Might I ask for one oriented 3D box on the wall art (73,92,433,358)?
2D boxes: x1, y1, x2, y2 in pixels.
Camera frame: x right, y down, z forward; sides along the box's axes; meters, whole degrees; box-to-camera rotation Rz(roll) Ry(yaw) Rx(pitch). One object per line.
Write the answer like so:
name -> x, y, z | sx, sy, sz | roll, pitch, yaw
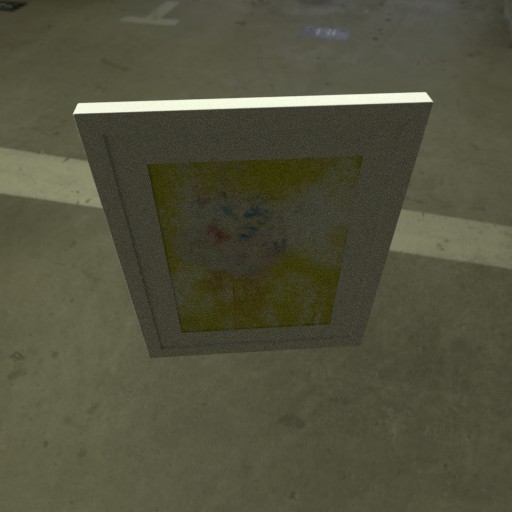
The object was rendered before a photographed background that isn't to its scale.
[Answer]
wall art -> 0.000, 0.000, 0.762 | 0.454, 0.556, 0.028 | -3, 45, -3
